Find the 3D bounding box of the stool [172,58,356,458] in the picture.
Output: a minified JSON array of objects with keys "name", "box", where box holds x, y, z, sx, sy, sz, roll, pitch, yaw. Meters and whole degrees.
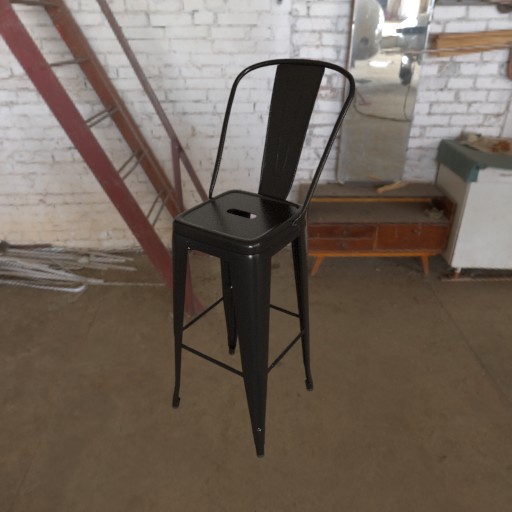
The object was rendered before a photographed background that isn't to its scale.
[{"name":"stool","box":[0.000,0.000,1.387,0.399,1.096,0.513,18,33,29]}]
